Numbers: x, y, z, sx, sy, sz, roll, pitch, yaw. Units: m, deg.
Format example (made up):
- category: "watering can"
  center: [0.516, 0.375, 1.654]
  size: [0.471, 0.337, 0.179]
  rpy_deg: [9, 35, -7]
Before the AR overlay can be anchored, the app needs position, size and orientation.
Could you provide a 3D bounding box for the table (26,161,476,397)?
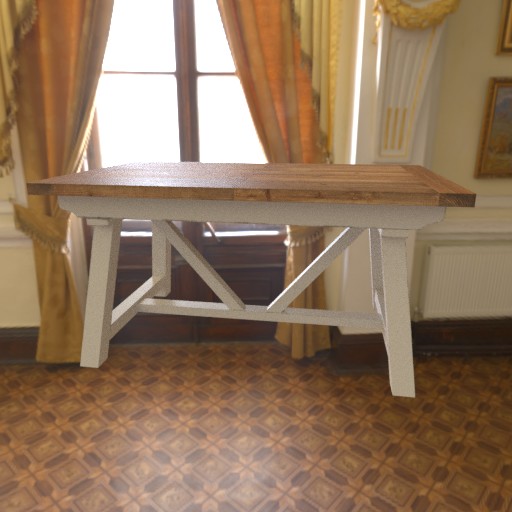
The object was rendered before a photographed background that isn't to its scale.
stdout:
- category: "table"
  center: [0.000, 0.000, 1.999]
  size: [1.503, 0.743, 0.922]
  rpy_deg: [3, 17, 9]
